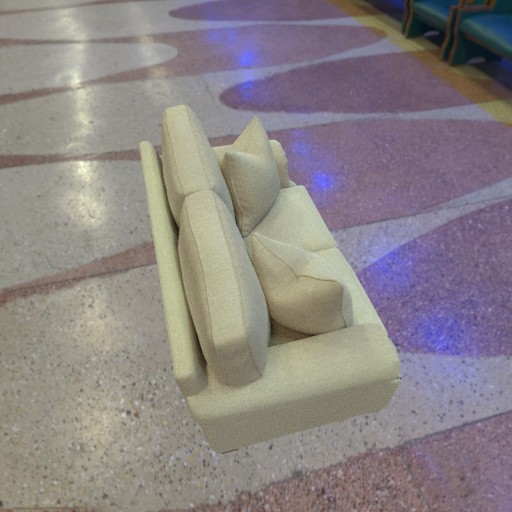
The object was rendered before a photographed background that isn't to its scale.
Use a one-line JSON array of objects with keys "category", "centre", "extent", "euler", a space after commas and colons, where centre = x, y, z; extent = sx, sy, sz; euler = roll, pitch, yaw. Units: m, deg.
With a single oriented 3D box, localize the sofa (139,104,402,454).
[{"category": "sofa", "centre": [0.000, 0.000, 2.283], "extent": [0.966, 0.966, 1.701], "euler": [-11, 47, -10]}]
